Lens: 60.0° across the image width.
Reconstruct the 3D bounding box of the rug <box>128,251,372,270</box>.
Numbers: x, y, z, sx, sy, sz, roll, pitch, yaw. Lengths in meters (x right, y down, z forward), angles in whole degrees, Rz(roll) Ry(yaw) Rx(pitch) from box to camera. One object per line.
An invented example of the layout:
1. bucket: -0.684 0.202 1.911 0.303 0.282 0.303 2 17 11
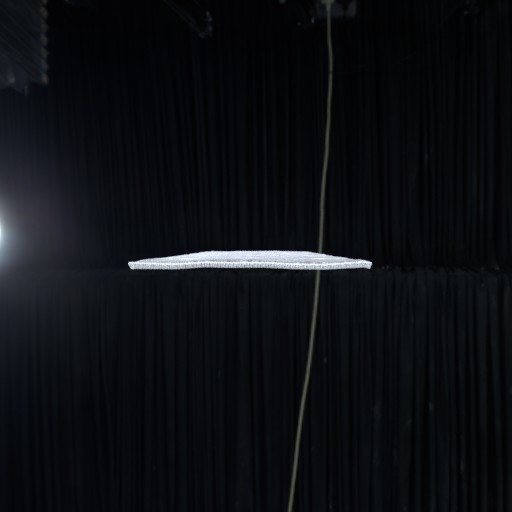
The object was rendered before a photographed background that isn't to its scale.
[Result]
1. rug: 0.000 0.000 2.691 0.832 0.035 2.381 0 1 1
